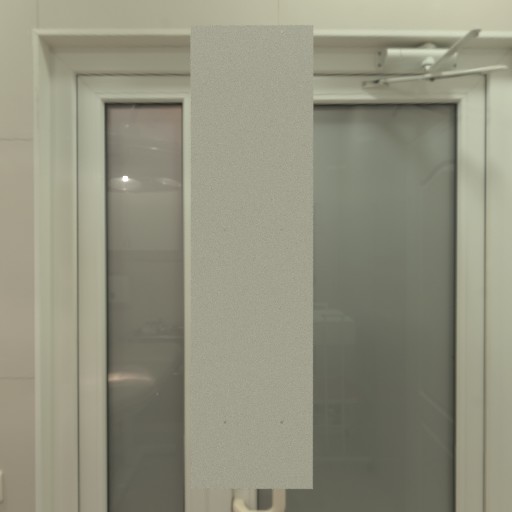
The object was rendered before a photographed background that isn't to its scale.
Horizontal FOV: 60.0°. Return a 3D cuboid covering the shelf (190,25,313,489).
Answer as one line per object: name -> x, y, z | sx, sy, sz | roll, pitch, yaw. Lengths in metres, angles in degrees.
shelf -> 0.000, 0.000, 2.528 | 0.500, 1.810, 1.600 | 0, 1, 0
